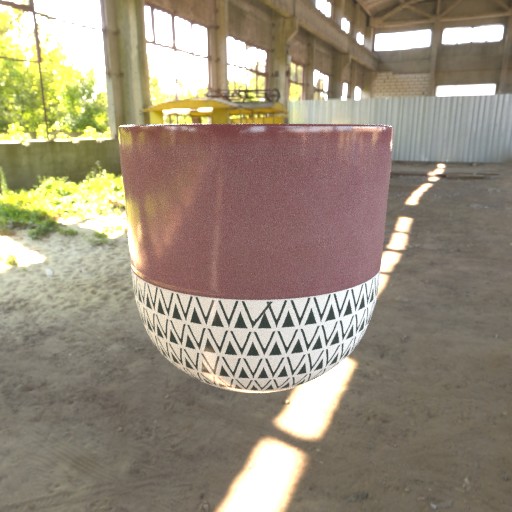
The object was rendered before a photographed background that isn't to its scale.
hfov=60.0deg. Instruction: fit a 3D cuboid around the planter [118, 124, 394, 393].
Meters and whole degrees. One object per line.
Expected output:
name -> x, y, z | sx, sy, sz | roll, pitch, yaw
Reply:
planter -> 0.000, 0.000, 0.481 | 0.266, 0.270, 0.266 | 0, 15, 0
